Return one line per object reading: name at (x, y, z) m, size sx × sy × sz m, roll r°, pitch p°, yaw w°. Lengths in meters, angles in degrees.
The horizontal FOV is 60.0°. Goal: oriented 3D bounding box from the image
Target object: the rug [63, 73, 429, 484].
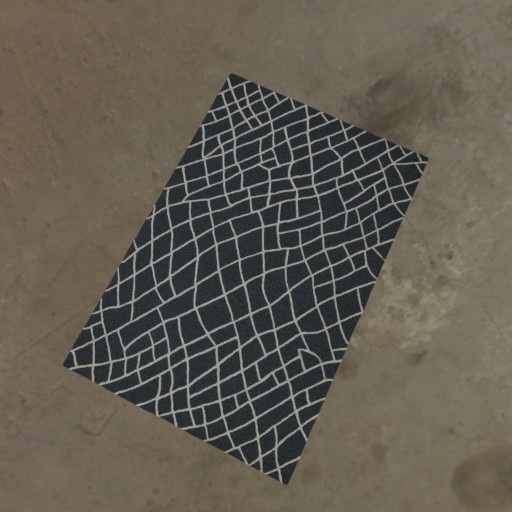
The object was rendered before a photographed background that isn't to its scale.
rug at (0.000, 0.000, 2.299) m, size 1.223 × 0.013 × 1.830 m, roll 25°, pitch 78°, yaw 6°
